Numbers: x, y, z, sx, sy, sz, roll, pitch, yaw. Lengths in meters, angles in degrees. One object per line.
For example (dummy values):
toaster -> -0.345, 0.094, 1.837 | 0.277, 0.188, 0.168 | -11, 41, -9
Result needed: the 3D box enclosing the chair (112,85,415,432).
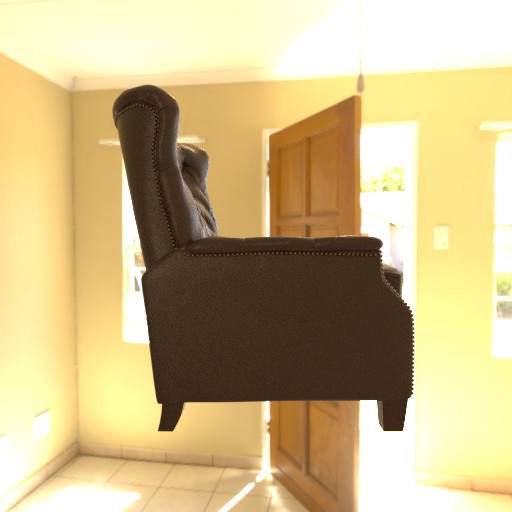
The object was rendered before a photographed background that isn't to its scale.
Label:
chair -> 0.000, 0.000, 1.425 | 0.823, 0.864, 0.709 | 0, 2, 1
